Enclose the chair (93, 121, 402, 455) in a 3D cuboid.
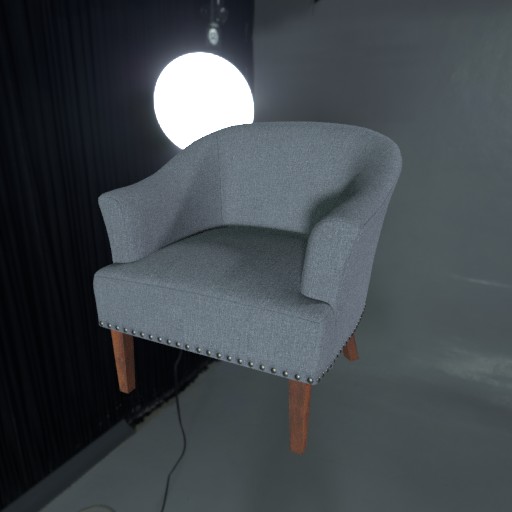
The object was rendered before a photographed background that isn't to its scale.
[{"bbox_3d":[0.000,0.000,1.406,0.798,0.815,0.704,9,19,26],"label":"chair"}]
